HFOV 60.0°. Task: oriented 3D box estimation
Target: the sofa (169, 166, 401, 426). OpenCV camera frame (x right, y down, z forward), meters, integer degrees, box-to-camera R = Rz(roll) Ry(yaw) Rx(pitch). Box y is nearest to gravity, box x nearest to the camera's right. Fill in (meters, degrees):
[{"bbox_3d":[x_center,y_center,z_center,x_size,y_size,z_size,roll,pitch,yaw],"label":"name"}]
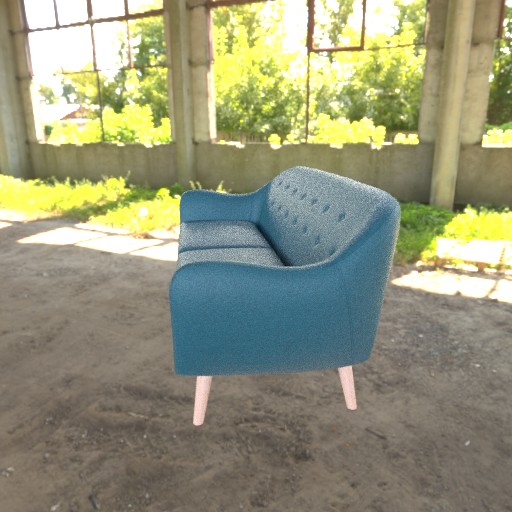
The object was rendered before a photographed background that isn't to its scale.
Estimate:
[{"bbox_3d":[0.000,0.000,2.291,0.820,0.836,1.840,-2,16,-8],"label":"sofa"}]
